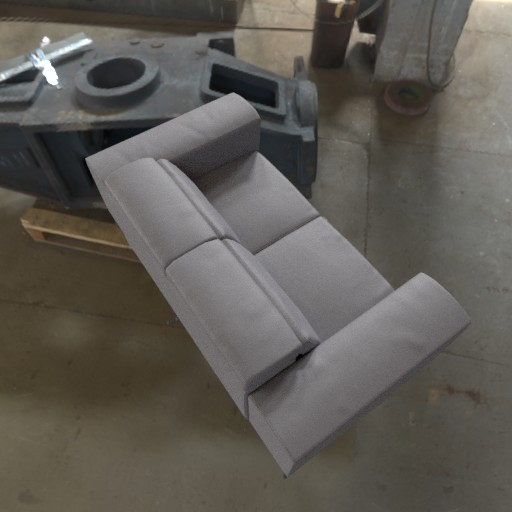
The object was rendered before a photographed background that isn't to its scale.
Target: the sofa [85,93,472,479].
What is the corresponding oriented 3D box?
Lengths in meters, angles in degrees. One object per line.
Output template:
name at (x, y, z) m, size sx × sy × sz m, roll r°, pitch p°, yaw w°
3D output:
sofa at (0.000, 0.000, 2.362) m, size 1.003 × 0.779 × 1.895 m, roll -31°, pitch 63°, yaw -18°
